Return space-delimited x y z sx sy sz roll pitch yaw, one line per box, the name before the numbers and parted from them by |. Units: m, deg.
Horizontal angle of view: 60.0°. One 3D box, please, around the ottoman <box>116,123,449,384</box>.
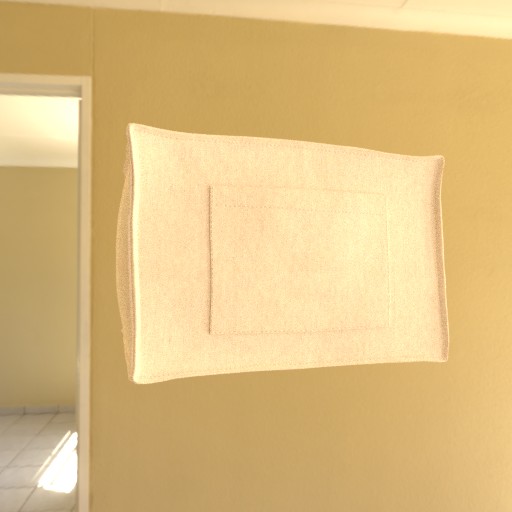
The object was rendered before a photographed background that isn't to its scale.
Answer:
ottoman | 0.000 0.000 1.174 0.707 0.470 0.696 0 -2 -17
